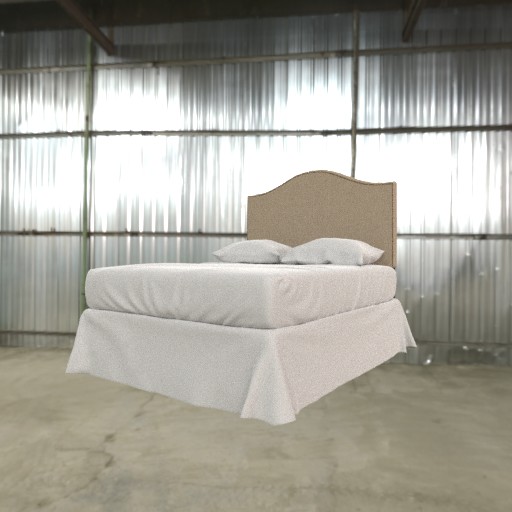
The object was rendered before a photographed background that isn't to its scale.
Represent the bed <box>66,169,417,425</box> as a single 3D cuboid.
[{"bbox_3d":[0.000,0.000,3.471,1.876,1.645,2.221,0,0,36],"label":"bed"}]
